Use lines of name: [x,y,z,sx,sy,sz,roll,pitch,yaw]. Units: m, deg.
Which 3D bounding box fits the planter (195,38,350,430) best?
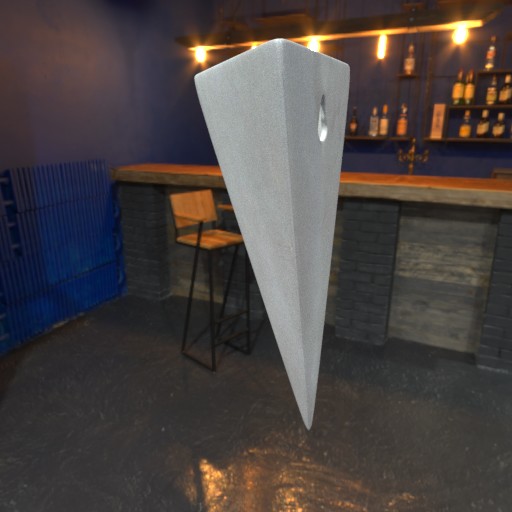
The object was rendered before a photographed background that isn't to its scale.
planter: [0.000,0.000,0.158,0.047,0.130,0.058,8,18,26]
